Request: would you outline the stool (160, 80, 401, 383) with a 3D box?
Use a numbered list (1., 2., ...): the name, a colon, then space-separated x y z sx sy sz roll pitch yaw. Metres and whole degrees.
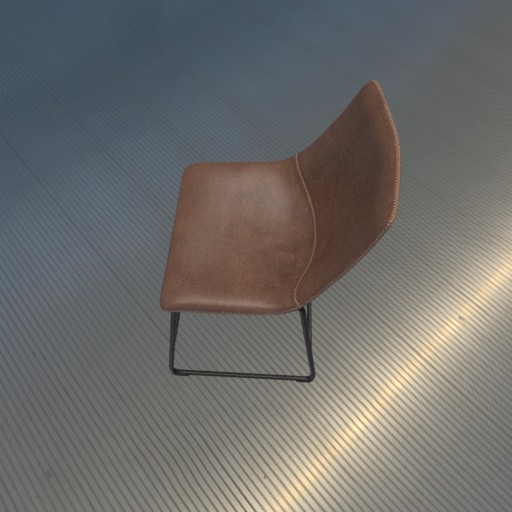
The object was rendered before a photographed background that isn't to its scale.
1. stool: 0.000 0.000 1.225 0.550 0.890 0.460 3 59 2
